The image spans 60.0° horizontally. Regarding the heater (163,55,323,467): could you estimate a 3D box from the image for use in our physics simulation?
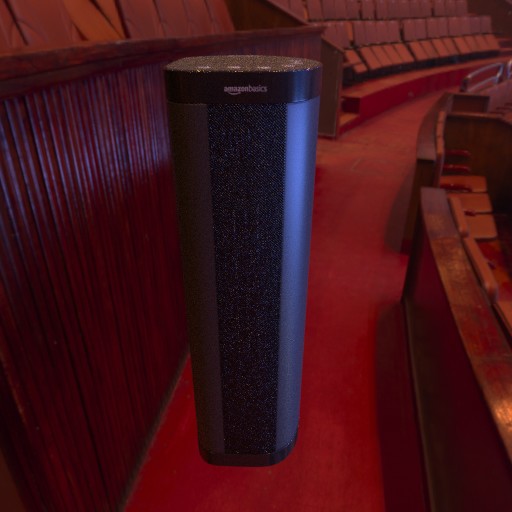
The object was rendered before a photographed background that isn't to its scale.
[{"bbox_3d":[0.000,0.000,0.668,0.174,0.552,0.312,1,29,2],"label":"heater"}]
